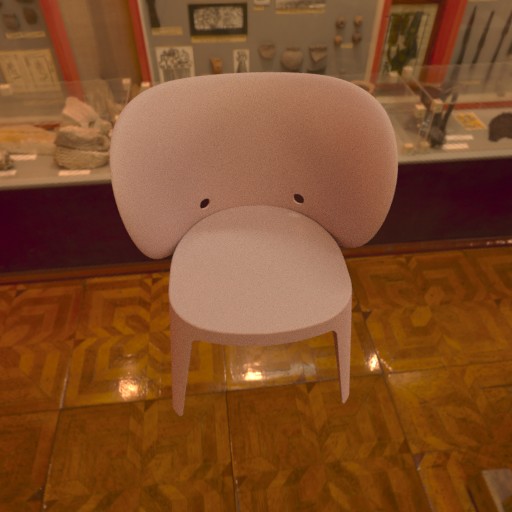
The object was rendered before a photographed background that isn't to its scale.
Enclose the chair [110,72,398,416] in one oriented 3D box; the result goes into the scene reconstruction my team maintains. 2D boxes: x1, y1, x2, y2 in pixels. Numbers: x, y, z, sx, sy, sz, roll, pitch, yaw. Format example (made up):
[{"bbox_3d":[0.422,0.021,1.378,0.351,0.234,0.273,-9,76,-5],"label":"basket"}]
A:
[{"bbox_3d":[0.000,0.000,0.856,0.451,0.554,0.402,-3,46,-3],"label":"chair"}]
